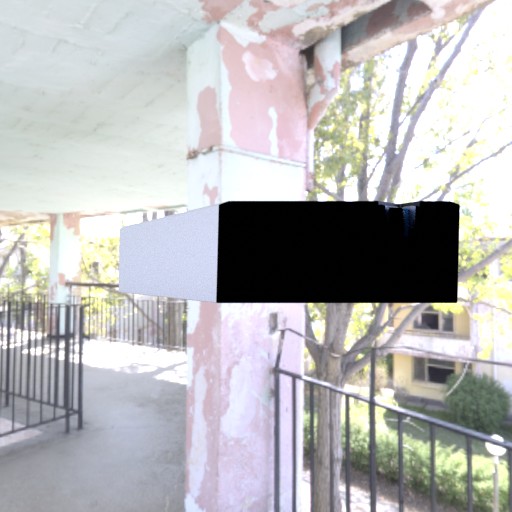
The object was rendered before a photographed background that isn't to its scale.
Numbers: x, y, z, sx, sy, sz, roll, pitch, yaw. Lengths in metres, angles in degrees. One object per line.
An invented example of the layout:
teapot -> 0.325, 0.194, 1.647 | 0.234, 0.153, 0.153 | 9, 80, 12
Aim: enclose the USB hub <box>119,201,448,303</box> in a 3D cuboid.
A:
USB hub -> 0.000, 0.000, 0.126 | 0.044, 0.023, 0.110 | 1, -3, -36
